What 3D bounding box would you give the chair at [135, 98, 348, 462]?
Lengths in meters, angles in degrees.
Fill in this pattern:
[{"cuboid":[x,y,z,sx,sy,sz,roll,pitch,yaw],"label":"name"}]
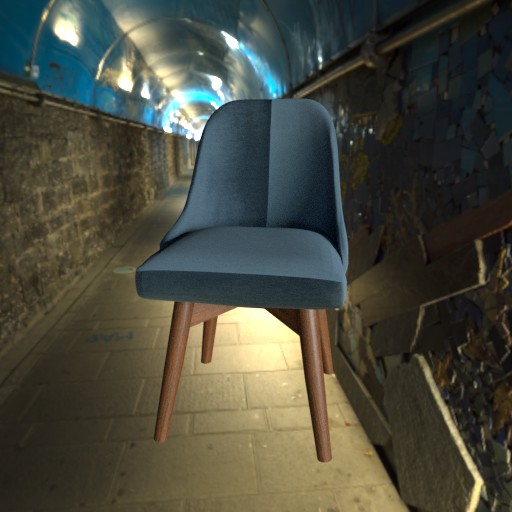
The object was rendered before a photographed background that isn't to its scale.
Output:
[{"cuboid":[0.000,0.000,1.244,0.503,0.882,0.589,3,15,10],"label":"chair"}]
